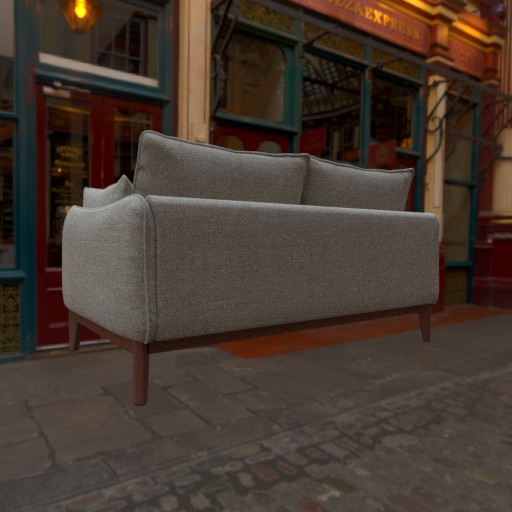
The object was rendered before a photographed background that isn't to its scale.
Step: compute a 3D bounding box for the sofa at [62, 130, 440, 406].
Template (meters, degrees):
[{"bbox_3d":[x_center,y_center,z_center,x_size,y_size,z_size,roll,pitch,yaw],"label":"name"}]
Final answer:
[{"bbox_3d":[0.000,0.000,2.089,1.580,0.851,0.972,-1,2,-35],"label":"sofa"}]
